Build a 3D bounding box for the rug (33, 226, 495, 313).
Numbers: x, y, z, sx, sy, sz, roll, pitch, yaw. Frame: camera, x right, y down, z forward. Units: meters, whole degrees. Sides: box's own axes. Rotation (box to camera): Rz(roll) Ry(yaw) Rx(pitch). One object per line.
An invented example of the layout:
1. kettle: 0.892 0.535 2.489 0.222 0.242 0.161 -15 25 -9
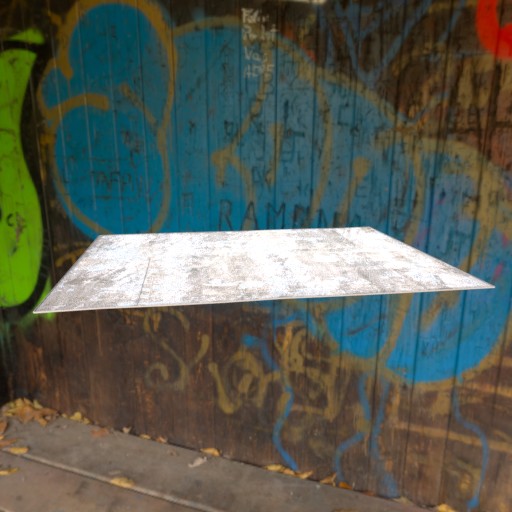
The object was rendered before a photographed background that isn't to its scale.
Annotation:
1. rug: 0.000 0.000 4.256 3.307 0.013 2.393 -2 15 -9
